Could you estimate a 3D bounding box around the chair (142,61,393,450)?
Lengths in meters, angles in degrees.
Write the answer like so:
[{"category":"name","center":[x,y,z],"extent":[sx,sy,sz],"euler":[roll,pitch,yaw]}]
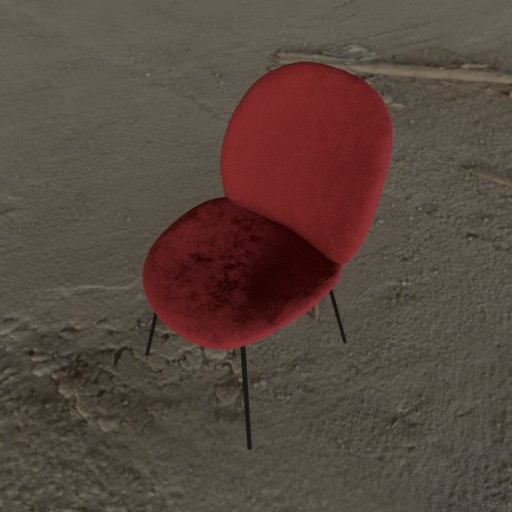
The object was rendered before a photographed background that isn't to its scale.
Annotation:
[{"category":"chair","center":[0.000,0.000,1.148],"extent":[0.458,0.791,0.587],"euler":[33,55,27]}]
